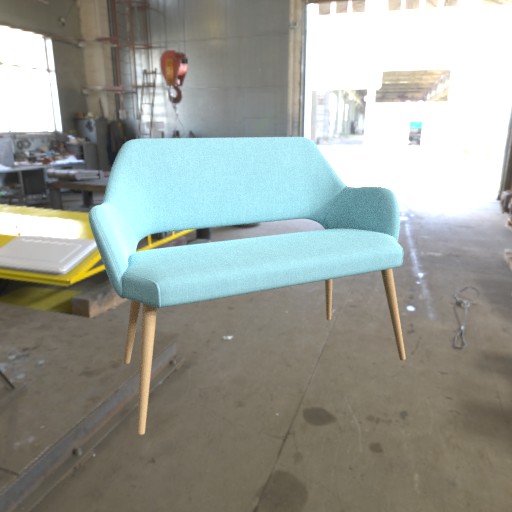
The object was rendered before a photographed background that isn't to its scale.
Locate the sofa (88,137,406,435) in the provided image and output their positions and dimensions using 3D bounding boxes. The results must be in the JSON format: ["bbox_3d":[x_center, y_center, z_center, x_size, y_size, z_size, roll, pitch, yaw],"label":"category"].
[{"bbox_3d":[0.000,0.000,1.652,1.150,0.840,0.610,-8,18,-24],"label":"sofa"}]
